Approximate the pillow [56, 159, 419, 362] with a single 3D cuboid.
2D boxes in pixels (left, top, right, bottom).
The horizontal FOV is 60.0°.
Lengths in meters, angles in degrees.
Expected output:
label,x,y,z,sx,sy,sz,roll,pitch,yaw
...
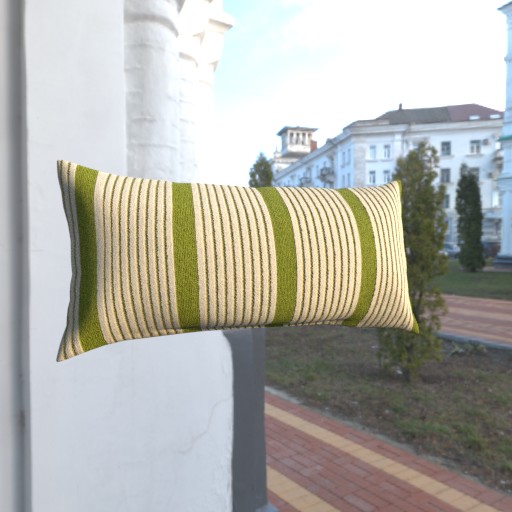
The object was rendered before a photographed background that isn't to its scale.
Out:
label,x,y,z,sx,sy,sz,roll,pitch,yaw
pillow,0.000,0.000,0.733,0.608,0.292,0.156,0,1,-18
